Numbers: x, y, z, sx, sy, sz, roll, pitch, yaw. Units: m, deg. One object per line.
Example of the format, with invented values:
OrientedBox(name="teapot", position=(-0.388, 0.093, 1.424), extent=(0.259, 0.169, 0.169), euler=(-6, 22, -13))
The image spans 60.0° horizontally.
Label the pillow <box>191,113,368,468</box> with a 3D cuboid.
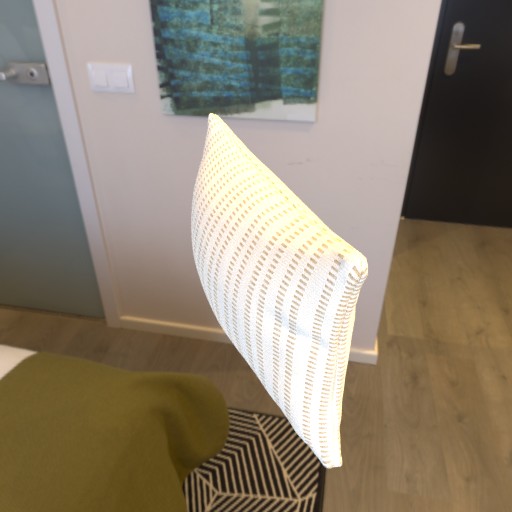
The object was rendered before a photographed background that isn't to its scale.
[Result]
OrientedBox(name="pillow", position=(0.000, 0.000, 0.790), extent=(0.210, 0.353, 0.640), euler=(-10, 33, -16))
